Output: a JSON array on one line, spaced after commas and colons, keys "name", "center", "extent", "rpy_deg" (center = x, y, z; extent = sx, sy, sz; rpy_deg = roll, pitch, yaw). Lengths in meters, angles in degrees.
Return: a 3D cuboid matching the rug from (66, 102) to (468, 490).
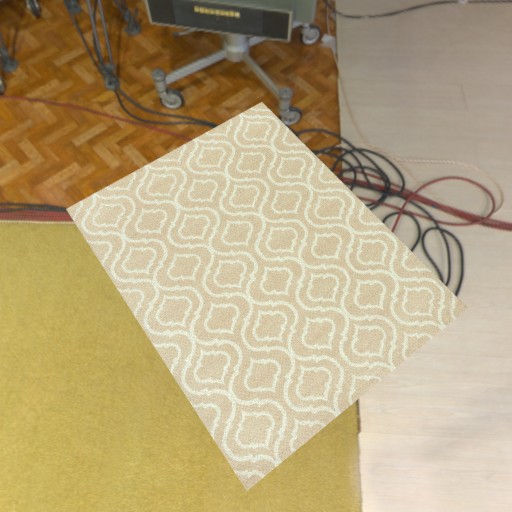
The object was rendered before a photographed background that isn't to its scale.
[{"name": "rug", "center": [0.000, 0.000, 3.934], "extent": [2.286, 0.013, 2.894], "rpy_deg": [-33, 68, -15]}]
